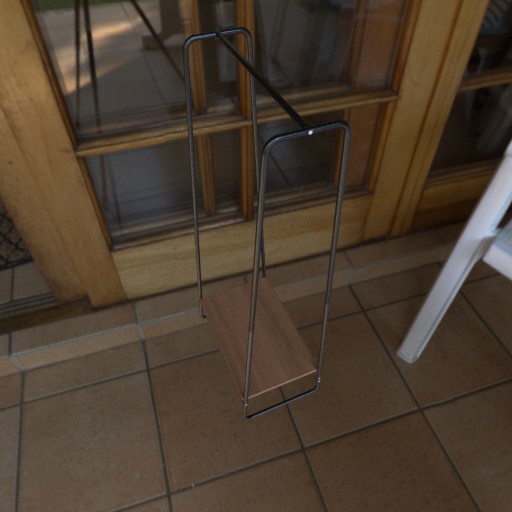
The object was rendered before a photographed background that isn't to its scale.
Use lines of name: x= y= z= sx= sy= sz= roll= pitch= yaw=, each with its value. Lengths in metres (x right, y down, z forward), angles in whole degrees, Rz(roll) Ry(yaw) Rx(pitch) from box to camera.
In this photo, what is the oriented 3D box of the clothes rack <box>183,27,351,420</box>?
clothes rack: x=0.000 y=0.000 z=1.771 sx=0.400 sy=1.500 sz=0.640 roll=-18 pitch=50 yaw=-16
